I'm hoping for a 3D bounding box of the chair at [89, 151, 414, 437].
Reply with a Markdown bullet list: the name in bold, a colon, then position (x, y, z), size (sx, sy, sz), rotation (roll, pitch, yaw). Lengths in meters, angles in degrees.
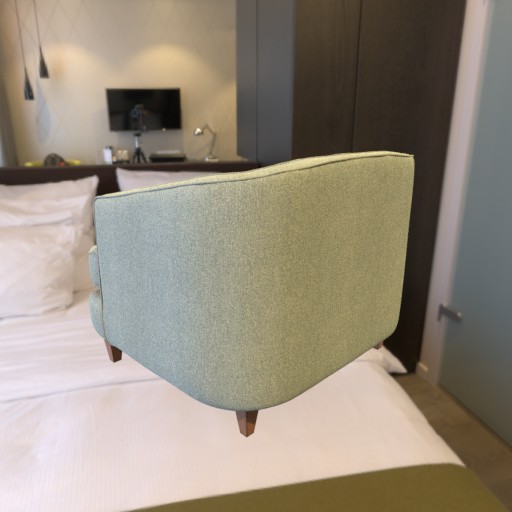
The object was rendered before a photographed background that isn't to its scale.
- **chair**: position (0.000, 0.000, 1.787), size (1.094, 0.852, 0.945), rotation (-17, 24, -42)
